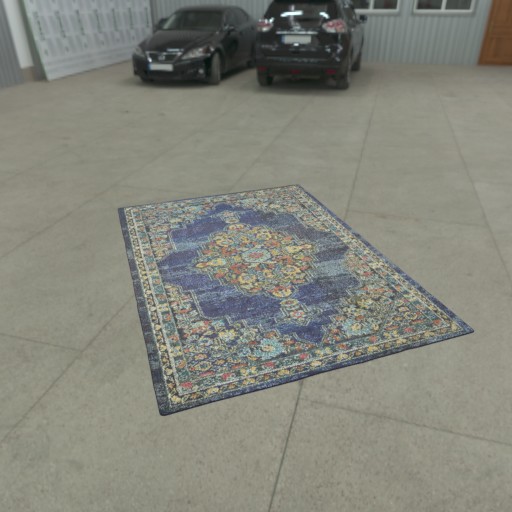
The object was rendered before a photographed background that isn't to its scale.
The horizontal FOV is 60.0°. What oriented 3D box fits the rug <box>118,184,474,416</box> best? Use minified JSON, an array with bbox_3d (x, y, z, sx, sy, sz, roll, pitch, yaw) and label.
[{"bbox_3d":[0.000,0.000,2.964,1.630,0.009,2.232,-10,32,-17],"label":"rug"}]
